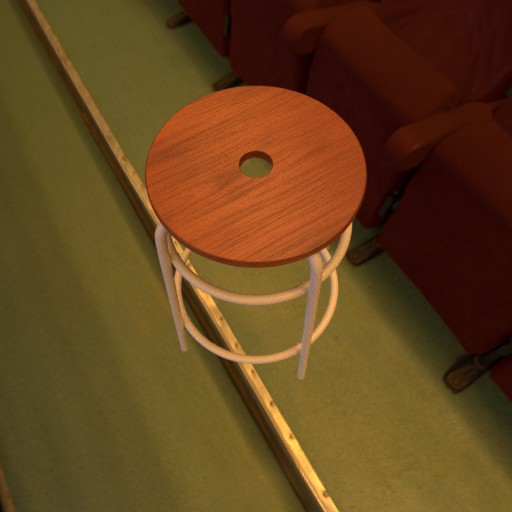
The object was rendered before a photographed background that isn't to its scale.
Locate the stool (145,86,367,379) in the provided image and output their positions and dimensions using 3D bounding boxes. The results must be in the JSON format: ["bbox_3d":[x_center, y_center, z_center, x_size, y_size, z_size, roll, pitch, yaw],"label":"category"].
[{"bbox_3d":[0.000,0.000,0.941,0.455,0.610,0.455,-29,66,-14],"label":"stool"}]
